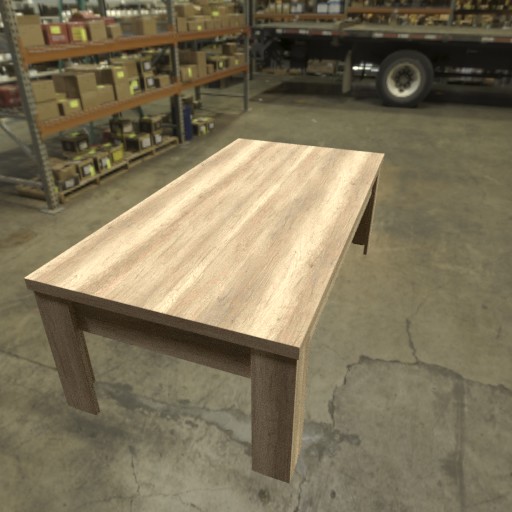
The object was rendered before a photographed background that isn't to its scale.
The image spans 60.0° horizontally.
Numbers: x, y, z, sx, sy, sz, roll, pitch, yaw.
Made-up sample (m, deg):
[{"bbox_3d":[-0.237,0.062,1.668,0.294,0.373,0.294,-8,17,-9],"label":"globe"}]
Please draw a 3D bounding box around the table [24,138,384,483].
[{"bbox_3d":[0.000,0.000,1.637,0.700,0.460,1.350,11,32,18],"label":"table"}]
